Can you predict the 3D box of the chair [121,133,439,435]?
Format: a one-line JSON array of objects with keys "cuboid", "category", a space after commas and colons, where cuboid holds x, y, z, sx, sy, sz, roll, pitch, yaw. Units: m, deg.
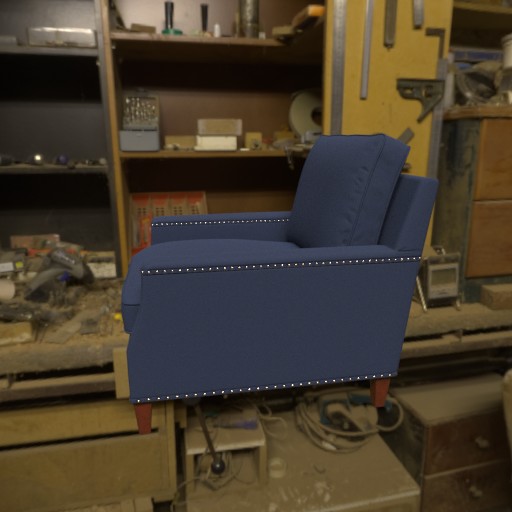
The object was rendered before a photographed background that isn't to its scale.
[{"cuboid": [0.000, 0.000, 1.771, 1.014, 0.943, 0.853, -3, 15, -10], "category": "chair"}]
